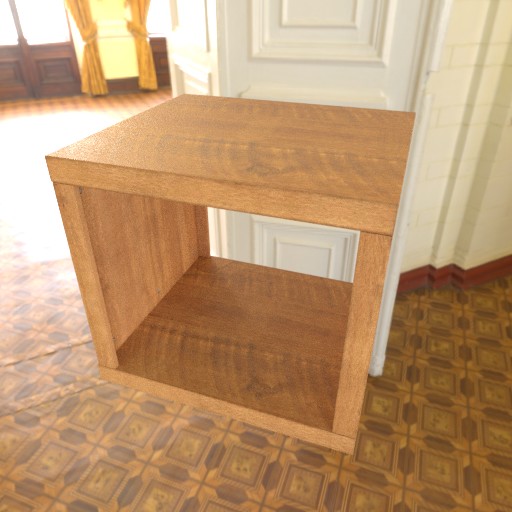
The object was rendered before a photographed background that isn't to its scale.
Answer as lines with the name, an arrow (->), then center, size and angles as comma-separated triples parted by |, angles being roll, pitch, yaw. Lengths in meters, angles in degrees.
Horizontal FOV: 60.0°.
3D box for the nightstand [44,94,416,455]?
nightstand -> 0.000, 0.000, 0.866 | 0.493, 0.491, 0.436 | 11, 33, 16
